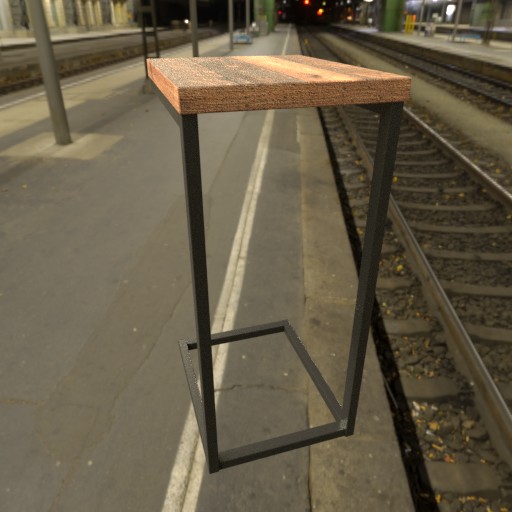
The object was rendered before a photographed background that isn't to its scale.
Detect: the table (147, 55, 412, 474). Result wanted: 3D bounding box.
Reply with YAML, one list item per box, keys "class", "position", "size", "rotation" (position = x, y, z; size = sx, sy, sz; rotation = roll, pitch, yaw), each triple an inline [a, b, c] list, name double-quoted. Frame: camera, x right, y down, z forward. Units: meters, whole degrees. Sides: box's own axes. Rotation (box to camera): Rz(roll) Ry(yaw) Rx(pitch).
- class: "table"
  position: [0.000, 0.000, 0.909]
  size: [0.323, 0.718, 0.414]
  rotation: [-8, 30, -15]
